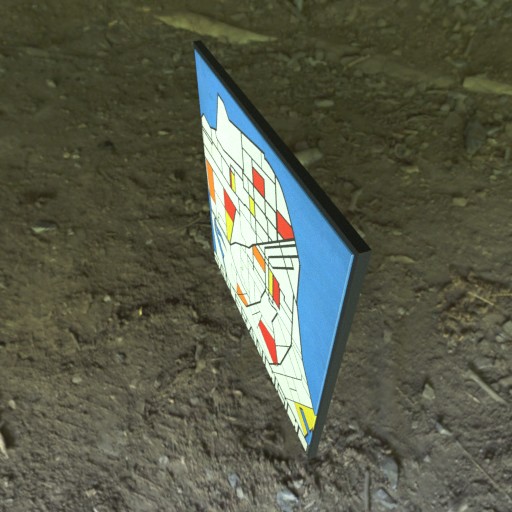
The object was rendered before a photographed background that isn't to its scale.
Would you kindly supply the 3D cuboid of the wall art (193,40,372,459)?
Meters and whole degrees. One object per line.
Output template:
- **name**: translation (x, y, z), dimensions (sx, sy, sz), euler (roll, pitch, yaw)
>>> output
- **wall art**: translation (0.000, 0.000, 0.662), dimensions (0.013, 0.457, 0.458), euler (-16, 49, -15)
